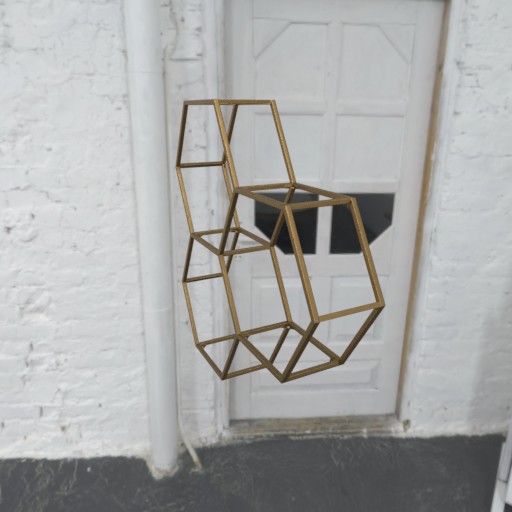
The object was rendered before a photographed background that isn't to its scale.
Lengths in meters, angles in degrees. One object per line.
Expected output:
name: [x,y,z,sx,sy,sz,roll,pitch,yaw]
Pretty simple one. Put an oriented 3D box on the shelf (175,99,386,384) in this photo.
shelf: [0.000,0.000,1.049,0.150,0.701,0.708,-9,20,-26]
